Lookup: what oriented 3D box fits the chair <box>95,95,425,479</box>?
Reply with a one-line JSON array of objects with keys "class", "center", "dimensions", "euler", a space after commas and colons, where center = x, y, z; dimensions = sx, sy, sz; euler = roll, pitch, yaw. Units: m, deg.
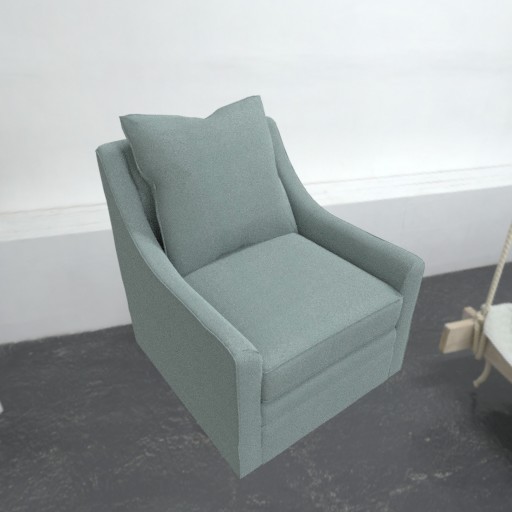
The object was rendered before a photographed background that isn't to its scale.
[{"class": "chair", "center": [0.000, 0.000, 1.574], "dimensions": [0.760, 0.926, 0.870], "euler": [-21, 36, -31]}]
